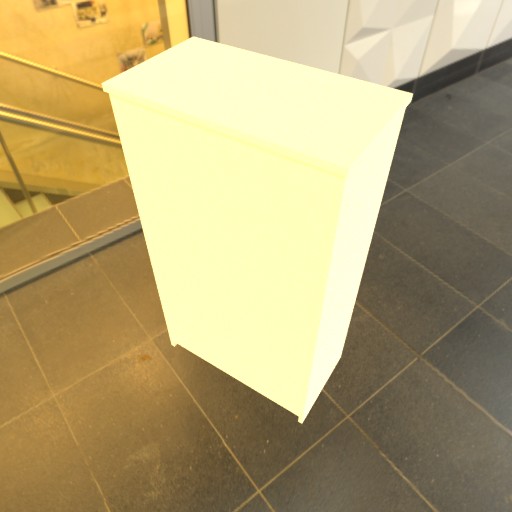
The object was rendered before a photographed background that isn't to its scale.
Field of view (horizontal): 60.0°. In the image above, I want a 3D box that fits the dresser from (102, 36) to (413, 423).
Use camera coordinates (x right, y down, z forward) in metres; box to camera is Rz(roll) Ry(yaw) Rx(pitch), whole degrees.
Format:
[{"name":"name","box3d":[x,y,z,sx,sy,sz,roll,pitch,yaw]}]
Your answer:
[{"name":"dresser","box3d":[0.000,0.000,1.595,0.704,1.255,0.399,25,51,22]}]
